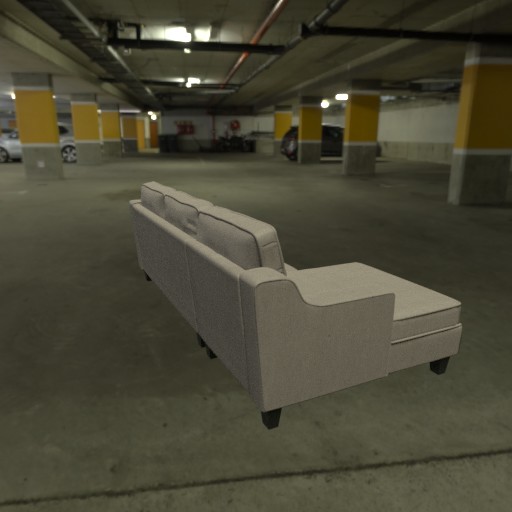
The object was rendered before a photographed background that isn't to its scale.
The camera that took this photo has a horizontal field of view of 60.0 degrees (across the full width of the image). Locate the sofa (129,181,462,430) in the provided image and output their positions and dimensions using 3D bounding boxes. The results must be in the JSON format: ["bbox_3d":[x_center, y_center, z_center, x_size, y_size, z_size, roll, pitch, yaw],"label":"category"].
[{"bbox_3d":[0.000,0.000,3.214,1.294,0.928,2.561,-7,17,-25],"label":"sofa"}]
